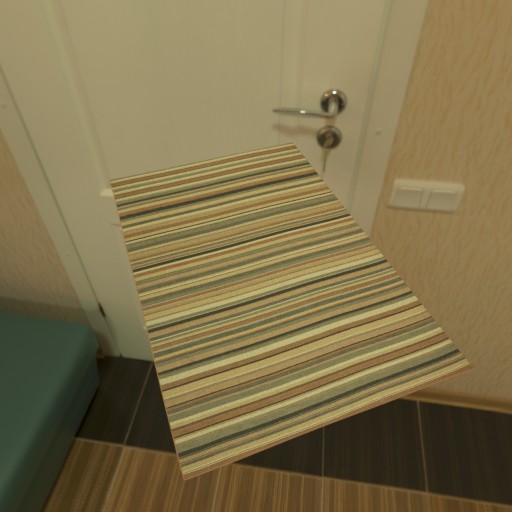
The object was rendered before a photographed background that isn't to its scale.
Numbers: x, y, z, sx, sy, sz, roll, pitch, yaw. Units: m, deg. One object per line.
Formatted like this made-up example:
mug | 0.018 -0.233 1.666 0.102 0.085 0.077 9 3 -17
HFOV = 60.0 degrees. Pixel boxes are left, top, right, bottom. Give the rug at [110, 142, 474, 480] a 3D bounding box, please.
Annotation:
rug | 0.000 0.000 2.257 1.219 0.008 1.829 -15 48 -14
